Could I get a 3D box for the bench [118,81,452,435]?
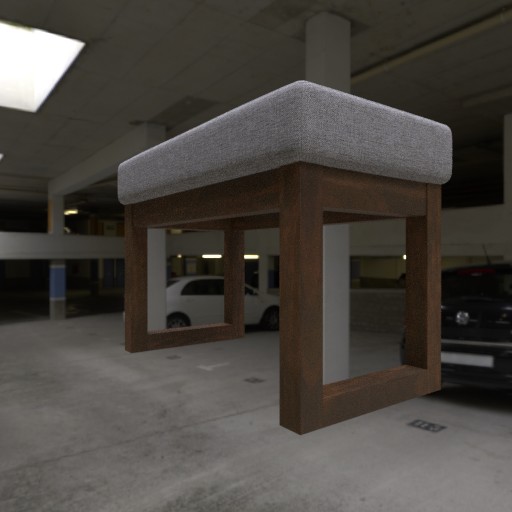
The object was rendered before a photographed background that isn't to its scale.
[{"bbox_3d":[0.000,0.000,0.936,0.366,0.467,0.681,0,0,-37],"label":"bench"}]
